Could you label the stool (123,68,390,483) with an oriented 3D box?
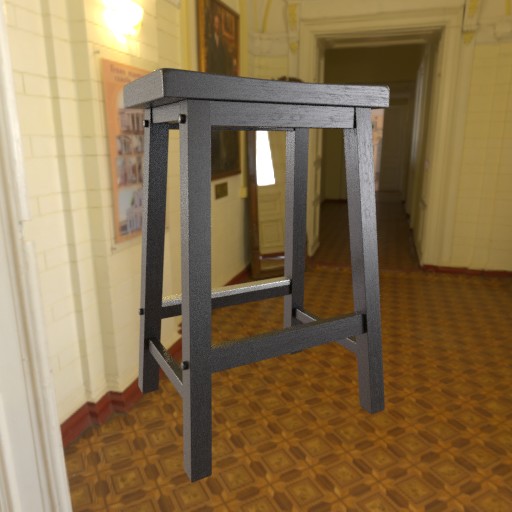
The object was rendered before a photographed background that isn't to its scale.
[{"bbox_3d":[0.000,0.000,0.844,0.406,0.610,0.322,-8,16,-28],"label":"stool"}]
